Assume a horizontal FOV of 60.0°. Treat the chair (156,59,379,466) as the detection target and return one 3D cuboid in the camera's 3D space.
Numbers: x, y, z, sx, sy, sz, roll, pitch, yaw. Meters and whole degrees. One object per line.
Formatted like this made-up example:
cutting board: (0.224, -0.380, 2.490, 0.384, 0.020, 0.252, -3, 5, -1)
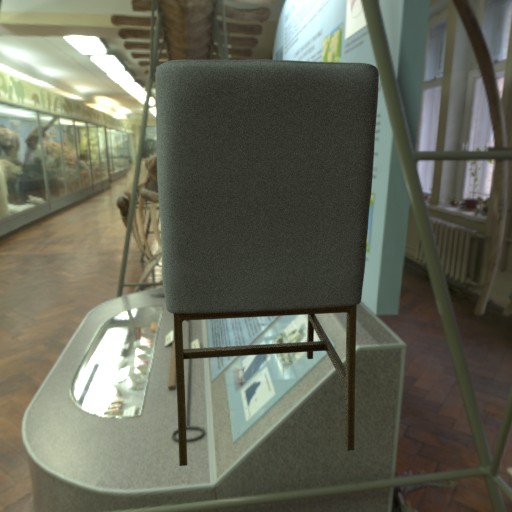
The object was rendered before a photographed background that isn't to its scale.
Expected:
chair: (0.000, 0.000, 1.199, 0.508, 0.889, 0.587, -2, 14, -7)
